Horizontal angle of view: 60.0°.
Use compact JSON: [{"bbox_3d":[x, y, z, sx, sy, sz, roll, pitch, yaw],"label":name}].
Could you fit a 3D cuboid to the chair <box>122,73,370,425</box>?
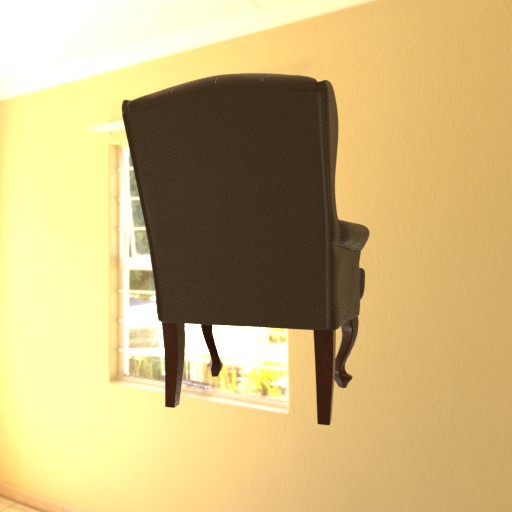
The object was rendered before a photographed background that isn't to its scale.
[{"bbox_3d":[0.000,0.000,1.712,0.829,1.132,0.819,0,0,17],"label":"chair"}]
